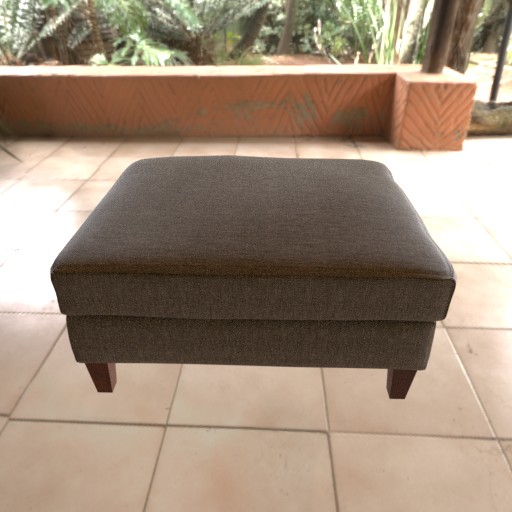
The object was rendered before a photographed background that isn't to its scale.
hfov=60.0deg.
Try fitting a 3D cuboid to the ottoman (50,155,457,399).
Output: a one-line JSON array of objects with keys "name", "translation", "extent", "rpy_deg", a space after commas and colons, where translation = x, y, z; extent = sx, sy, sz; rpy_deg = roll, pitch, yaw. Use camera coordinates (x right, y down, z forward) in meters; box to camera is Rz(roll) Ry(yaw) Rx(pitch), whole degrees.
[{"name": "ottoman", "translation": [0.000, 0.000, 1.490], "extent": [0.994, 0.492, 0.839], "rpy_deg": [1, 31, 1]}]
